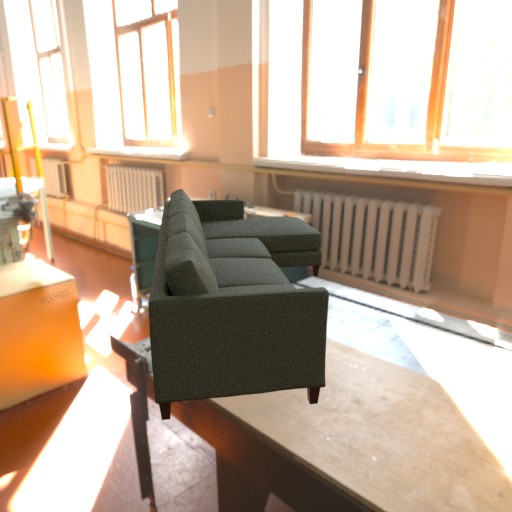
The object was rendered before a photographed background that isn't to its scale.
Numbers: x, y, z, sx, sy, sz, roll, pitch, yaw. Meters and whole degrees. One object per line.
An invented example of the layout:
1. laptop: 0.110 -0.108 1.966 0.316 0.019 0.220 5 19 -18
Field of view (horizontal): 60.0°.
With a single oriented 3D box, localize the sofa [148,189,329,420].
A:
1. sofa: 0.000 0.000 3.848 1.625 0.861 3.186 -3 16 -10
